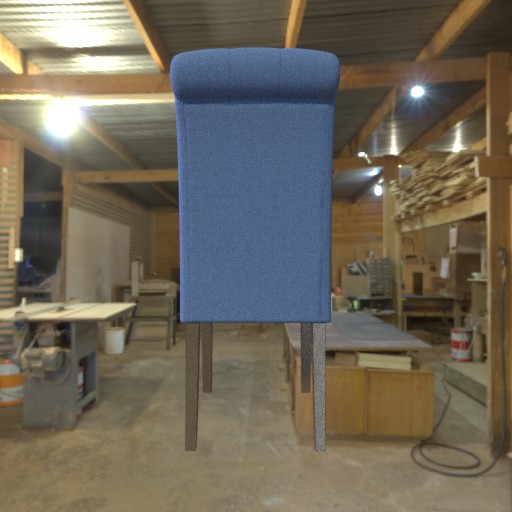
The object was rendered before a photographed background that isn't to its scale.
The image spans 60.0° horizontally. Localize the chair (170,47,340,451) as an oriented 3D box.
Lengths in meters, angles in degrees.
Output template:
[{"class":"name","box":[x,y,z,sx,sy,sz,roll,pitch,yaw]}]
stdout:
[{"class":"chair","box":[0.000,0.000,1.367,0.456,1.006,0.671,0,-1,0]}]
